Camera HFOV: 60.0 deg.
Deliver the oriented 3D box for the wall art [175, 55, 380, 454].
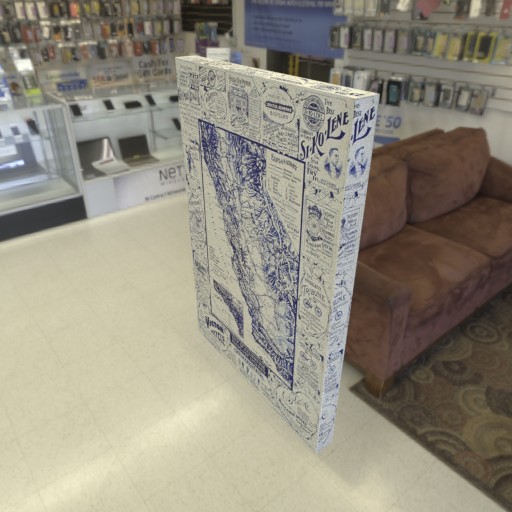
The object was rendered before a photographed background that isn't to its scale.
[{"bbox_3d":[0.000,0.000,0.773,0.040,0.601,0.408,-21,37,-31],"label":"wall art"}]
